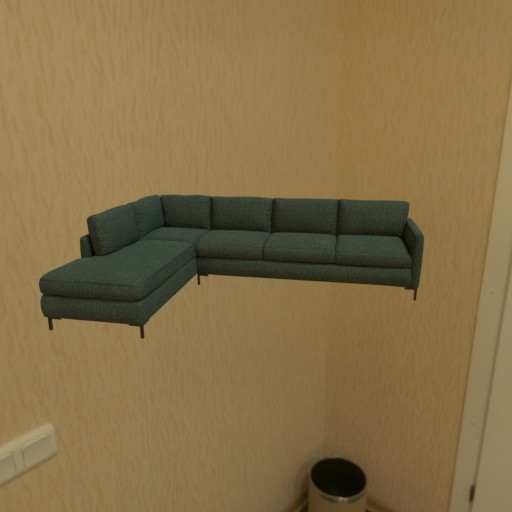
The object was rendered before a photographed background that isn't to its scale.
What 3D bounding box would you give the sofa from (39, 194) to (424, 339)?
[{"bbox_3d":[0.000,0.000,3.952,2.949,0.815,2.007,3,16,11],"label":"sofa"}]
